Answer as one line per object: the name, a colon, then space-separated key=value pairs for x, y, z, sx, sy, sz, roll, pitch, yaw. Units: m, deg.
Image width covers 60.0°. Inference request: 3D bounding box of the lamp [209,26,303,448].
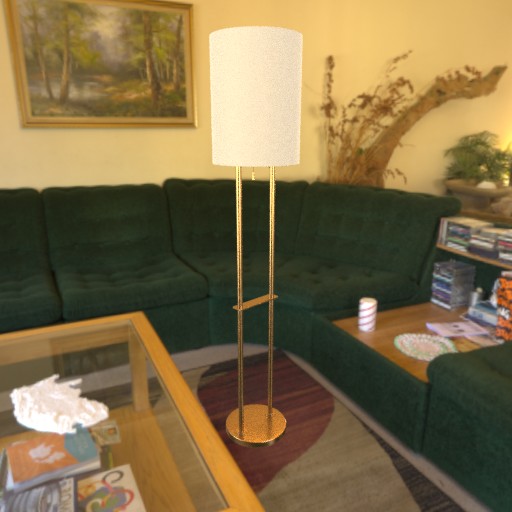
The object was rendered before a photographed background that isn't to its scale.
lamp: x=0.000 y=0.000 z=1.662 sx=0.306 sy=1.500 sz=0.305 roll=-14 pitch=21 yaw=-41
